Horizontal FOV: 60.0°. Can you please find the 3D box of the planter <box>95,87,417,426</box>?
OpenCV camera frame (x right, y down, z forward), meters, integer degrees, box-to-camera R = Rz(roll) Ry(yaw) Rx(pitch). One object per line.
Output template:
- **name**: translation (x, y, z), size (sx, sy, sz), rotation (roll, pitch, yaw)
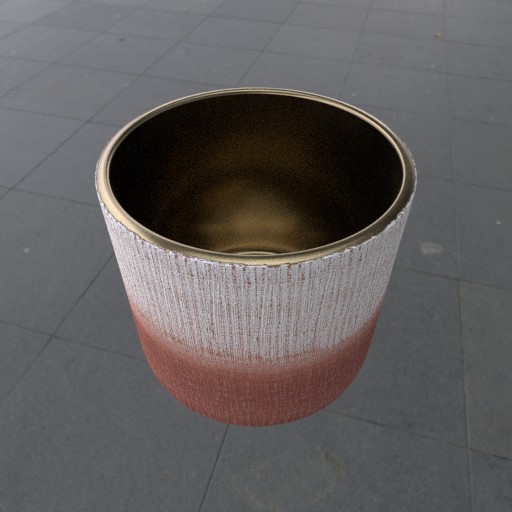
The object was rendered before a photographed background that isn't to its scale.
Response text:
- **planter**: translation (0.000, 0.000, 0.377), size (0.221, 0.201, 0.221), rotation (0, 45, 0)
